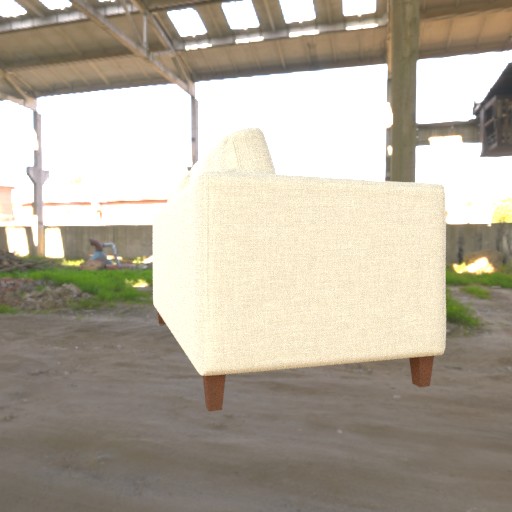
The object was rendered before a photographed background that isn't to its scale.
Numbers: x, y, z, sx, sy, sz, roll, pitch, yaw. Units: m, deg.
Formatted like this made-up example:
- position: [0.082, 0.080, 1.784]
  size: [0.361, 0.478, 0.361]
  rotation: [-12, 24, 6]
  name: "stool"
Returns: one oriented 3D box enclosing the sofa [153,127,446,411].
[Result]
- position: [0.000, 0.000, 2.366]
  size: [0.950, 0.963, 1.838]
  rotation: [0, 1, -18]
  name: "sofa"
